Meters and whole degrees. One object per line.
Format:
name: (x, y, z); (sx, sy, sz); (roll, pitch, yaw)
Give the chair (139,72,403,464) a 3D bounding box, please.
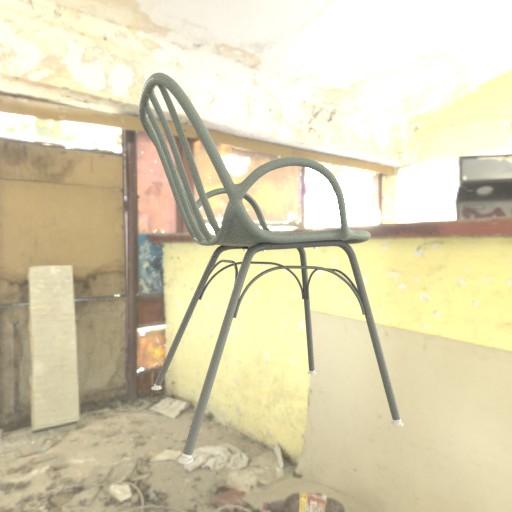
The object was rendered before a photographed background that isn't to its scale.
chair: (0.000, 0.000, 1.194); (0.597, 0.816, 0.549); (0, 1, -19)
